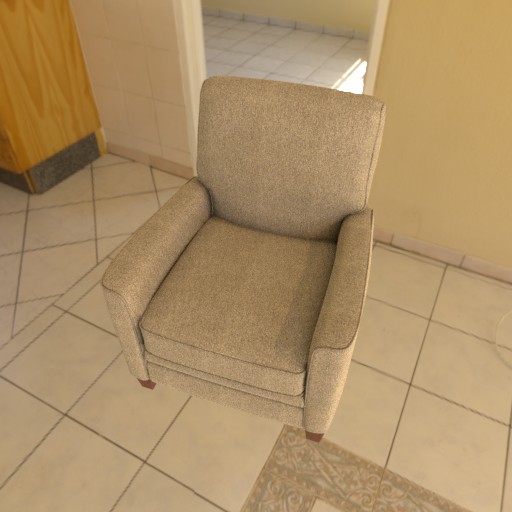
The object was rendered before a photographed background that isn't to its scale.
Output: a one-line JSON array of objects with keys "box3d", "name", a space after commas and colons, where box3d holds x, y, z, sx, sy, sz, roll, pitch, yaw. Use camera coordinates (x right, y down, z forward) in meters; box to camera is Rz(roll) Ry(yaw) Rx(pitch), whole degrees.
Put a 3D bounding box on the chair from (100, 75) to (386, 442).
[{"box3d": [0.000, 0.000, 1.658, 0.841, 1.028, 0.858, 13, 45, 13], "name": "chair"}]
